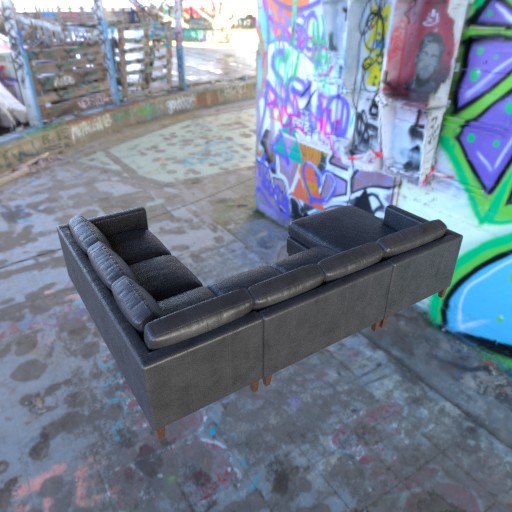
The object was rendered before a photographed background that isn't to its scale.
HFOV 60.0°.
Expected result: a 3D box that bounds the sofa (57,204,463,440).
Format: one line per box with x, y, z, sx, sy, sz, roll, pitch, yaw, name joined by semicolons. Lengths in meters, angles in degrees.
0.000;0.000;4.618;3.324;0.891;2.452;-18;35;-28;sofa
